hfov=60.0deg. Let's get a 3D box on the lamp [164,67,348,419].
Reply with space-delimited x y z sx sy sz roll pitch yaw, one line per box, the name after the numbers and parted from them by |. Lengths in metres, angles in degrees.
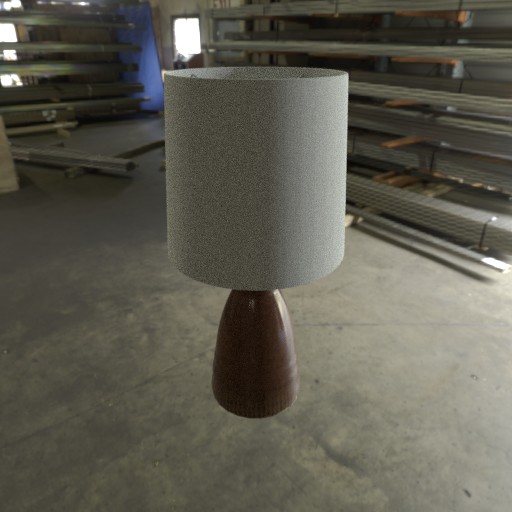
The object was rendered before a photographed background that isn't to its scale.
0.000 0.000 0.481 0.186 0.369 0.186 0 26 0 | lamp
